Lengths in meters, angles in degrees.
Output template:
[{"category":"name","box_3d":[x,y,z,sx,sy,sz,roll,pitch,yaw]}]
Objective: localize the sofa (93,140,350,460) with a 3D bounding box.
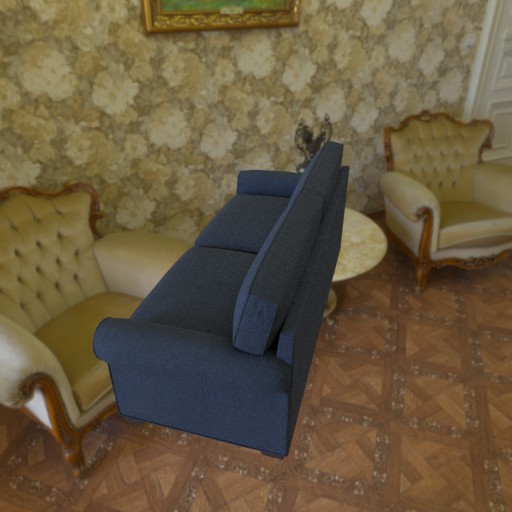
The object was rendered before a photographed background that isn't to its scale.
[{"category":"sofa","box_3d":[0.000,0.000,2.953,0.954,1.026,2.391,8,32,14]}]
